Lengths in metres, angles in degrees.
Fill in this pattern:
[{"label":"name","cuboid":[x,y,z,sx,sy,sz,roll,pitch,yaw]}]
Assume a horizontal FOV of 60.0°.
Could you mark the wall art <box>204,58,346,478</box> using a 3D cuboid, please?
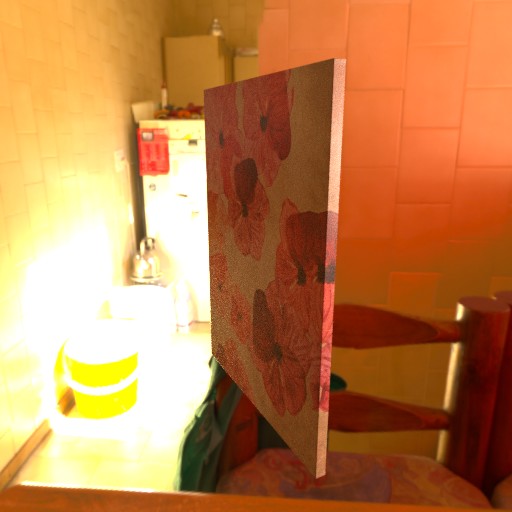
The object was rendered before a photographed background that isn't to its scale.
[{"label":"wall art","cuboid":[0.000,0.000,1.356,0.031,1.015,0.762,-8,17,-25]}]
